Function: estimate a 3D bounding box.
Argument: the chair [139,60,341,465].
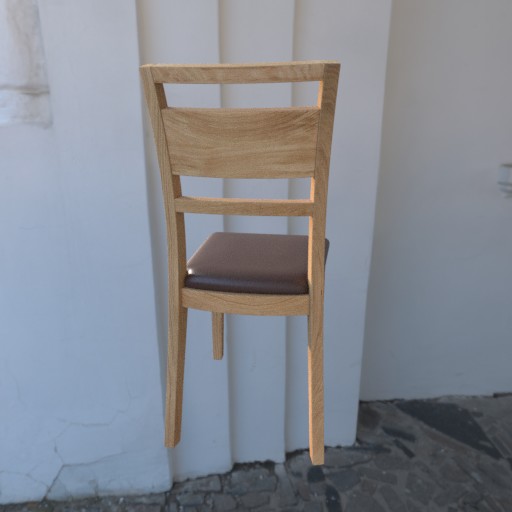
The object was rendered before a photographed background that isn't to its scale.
[{"bbox_3d":[0.000,0.000,1.230,0.420,0.940,0.545,3,17,9],"label":"chair"}]
